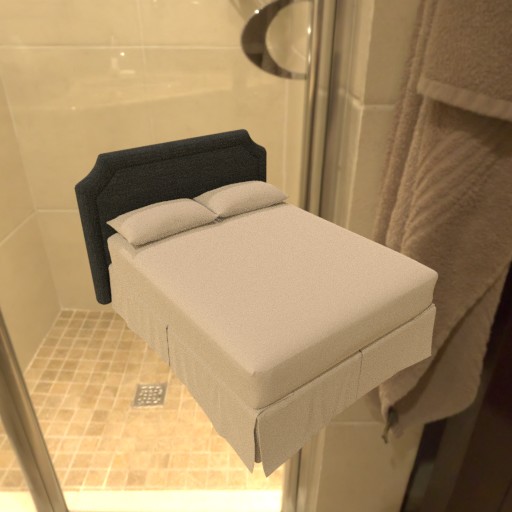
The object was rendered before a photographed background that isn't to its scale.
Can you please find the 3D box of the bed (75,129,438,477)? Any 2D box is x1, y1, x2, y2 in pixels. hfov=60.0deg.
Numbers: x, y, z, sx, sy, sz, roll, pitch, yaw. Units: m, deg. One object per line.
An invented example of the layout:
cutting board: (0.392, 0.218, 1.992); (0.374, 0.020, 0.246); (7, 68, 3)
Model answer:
bed: (0.000, 0.000, 3.291); (1.828, 1.297, 2.208); (-20, 35, -32)
